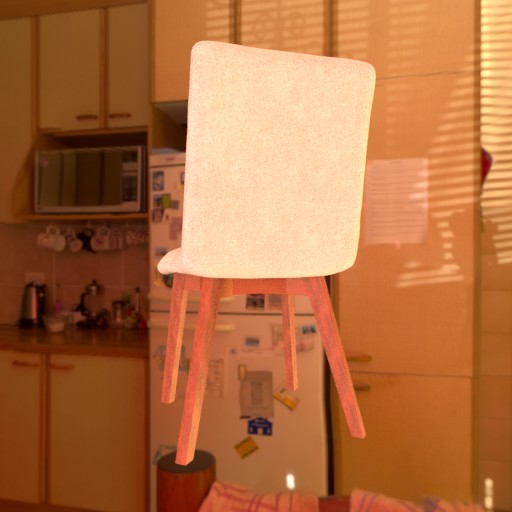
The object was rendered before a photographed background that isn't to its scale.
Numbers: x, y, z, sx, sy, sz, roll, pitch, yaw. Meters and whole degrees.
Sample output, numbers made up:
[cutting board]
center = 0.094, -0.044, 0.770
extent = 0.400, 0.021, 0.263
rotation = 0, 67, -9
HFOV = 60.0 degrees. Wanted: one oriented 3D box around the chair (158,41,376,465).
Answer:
[chair]
center = 0.000, 0.000, 1.289
extent = 0.522, 0.974, 0.563
rotation = 0, 1, -18
